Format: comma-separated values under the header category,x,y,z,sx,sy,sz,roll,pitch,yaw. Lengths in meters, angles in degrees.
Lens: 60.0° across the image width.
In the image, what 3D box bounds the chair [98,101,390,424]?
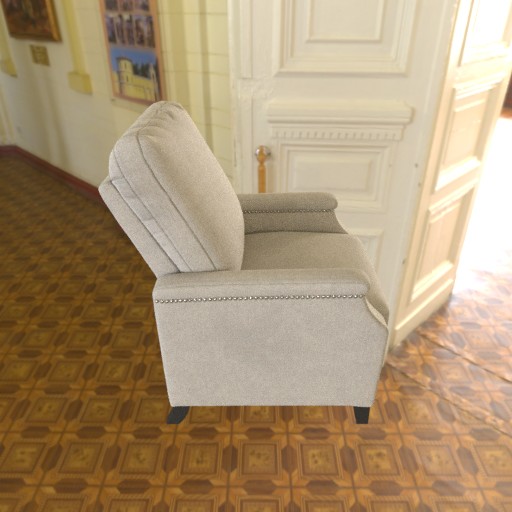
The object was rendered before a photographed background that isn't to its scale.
category,x,y,z,sx,sy,sz,roll,pitch,yaw
chair,0.000,0.000,1.675,0.922,1.049,0.710,0,31,0
